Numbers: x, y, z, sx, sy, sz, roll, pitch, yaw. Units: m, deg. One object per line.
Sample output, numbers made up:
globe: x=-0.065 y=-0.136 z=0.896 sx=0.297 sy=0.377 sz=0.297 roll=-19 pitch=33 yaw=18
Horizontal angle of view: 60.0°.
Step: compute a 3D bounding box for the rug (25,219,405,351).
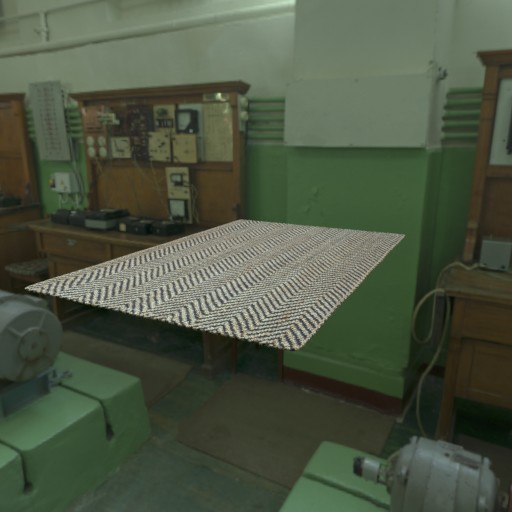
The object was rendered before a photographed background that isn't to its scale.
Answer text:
rug: x=0.000 y=0.000 z=2.328 sx=1.219 sy=0.008 sz=1.828 roll=8 pitch=16 yaw=27
